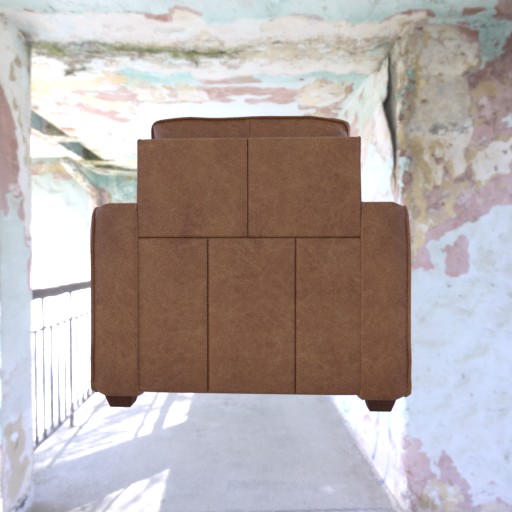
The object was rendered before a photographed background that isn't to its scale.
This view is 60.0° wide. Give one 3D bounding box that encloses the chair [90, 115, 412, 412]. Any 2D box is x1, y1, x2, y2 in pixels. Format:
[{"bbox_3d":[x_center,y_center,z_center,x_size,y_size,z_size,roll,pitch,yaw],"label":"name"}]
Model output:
[{"bbox_3d":[0.000,0.000,1.758,0.987,0.901,1.027,0,1,0],"label":"chair"}]
